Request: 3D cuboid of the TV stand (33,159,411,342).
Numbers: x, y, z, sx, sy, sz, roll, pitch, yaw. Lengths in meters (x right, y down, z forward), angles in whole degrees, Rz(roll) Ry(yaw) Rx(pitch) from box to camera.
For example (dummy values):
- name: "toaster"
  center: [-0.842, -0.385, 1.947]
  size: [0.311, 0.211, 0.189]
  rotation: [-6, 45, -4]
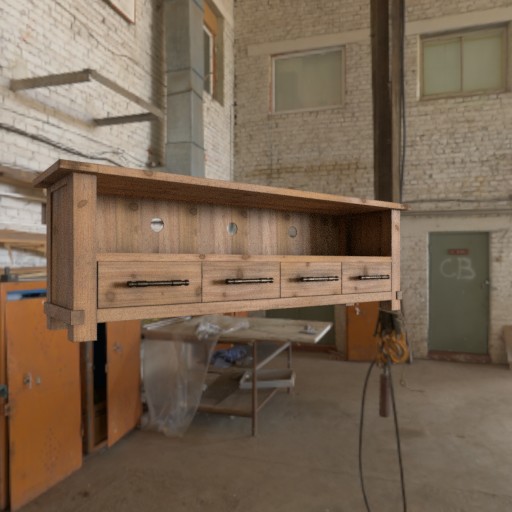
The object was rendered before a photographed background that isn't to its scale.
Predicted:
- name: "TV stand"
  center: [0.000, 0.000, 2.053]
  size: [1.804, 0.573, 0.453]
  rotation: [1, -1, -36]
